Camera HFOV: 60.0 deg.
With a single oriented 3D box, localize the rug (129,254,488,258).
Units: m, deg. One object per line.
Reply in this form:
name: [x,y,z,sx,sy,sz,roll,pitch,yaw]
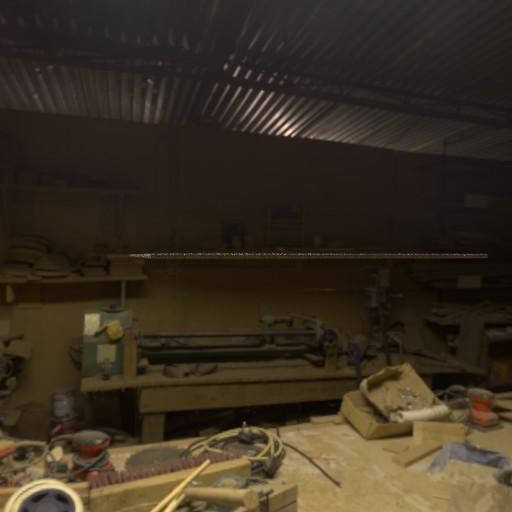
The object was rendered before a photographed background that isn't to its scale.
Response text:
rug: [0.000,0.000,2.912,1.532,0.018,2.297,0,0,-18]
